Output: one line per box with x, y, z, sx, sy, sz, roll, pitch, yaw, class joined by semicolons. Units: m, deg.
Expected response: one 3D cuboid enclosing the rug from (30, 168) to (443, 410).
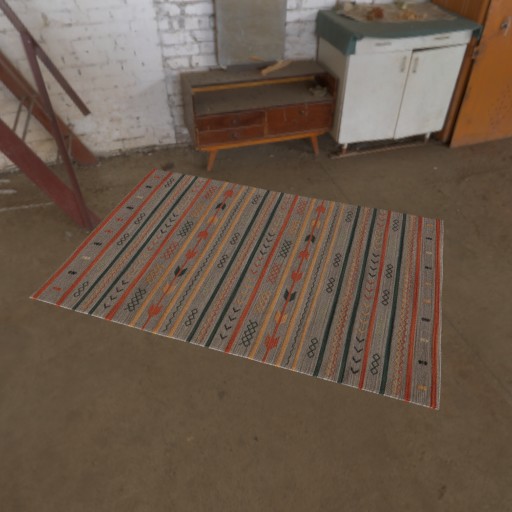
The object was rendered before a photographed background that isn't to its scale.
0.000;0.000;2.290;1.835;0.017;1.220;12;44;13;rug
